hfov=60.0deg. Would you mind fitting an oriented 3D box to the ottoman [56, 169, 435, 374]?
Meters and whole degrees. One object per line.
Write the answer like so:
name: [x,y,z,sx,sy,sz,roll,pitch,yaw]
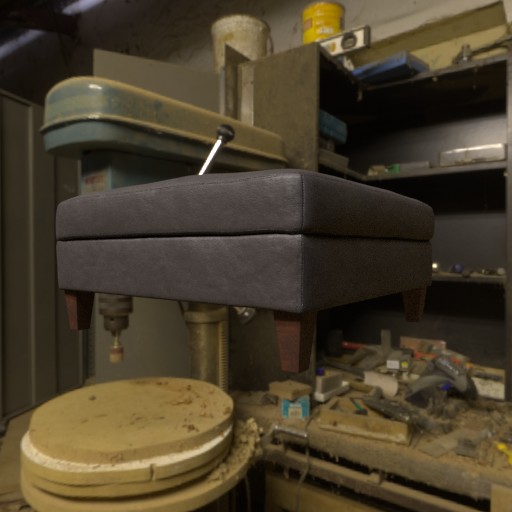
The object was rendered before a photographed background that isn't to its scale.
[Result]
ottoman: [0.000,0.000,1.330,0.844,0.415,0.836,1,1,37]
